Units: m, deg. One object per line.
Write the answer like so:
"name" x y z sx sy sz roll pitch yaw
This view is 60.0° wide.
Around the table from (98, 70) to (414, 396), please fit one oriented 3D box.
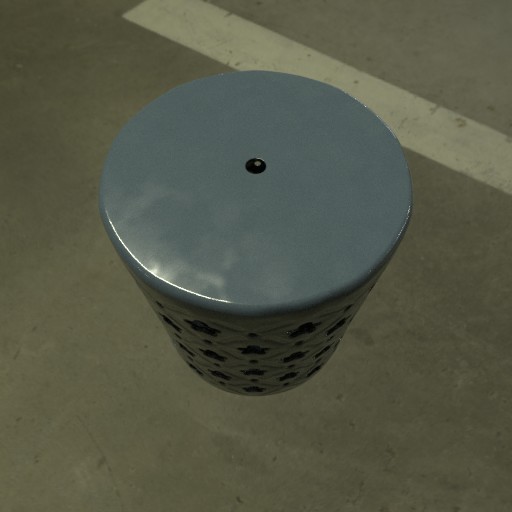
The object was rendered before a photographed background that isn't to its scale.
"table" 0.000 0.000 0.655 0.352 0.387 0.352 0 59 0
